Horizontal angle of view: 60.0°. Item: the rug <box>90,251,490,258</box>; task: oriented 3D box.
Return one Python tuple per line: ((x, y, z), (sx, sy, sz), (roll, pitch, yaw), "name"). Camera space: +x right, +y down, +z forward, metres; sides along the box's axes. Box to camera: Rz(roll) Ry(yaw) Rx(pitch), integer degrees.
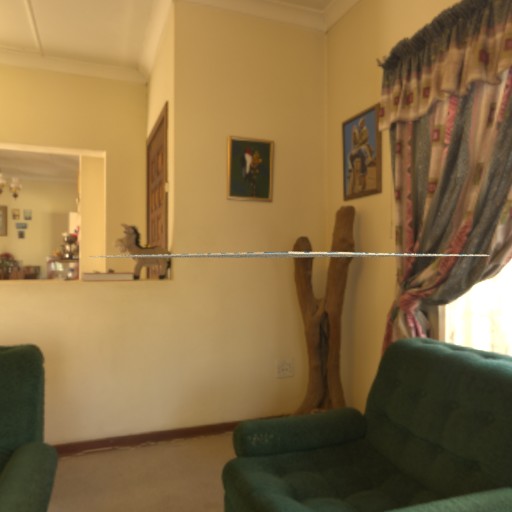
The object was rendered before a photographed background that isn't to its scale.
((0.000, 0.000, 3.042), (1.520, 0.011, 2.447), (0, -1, -37), "rug")
